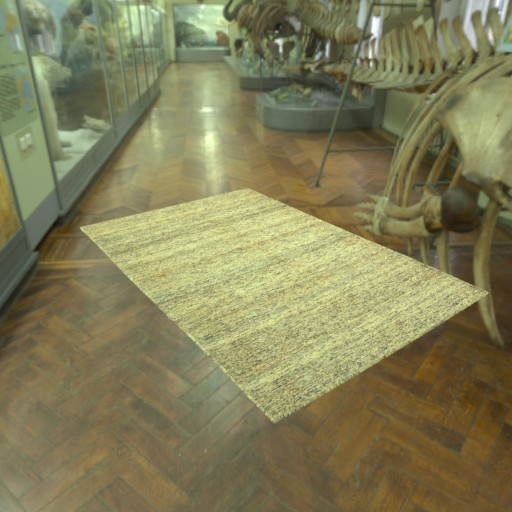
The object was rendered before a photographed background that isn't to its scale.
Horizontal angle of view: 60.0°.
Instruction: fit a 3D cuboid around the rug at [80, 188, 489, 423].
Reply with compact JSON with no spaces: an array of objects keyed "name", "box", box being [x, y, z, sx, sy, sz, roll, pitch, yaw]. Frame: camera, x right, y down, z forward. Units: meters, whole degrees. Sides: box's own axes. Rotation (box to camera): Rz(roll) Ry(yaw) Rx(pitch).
[{"name":"rug","box":[0.000,0.000,2.306,1.243,0.014,1.846,-19,32,-32]}]
